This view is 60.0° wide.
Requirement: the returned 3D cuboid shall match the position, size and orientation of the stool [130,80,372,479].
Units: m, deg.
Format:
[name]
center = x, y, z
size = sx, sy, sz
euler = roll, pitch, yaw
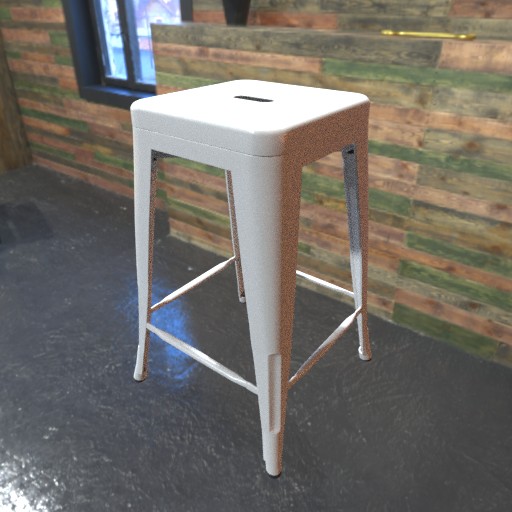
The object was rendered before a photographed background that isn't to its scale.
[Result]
[stool]
center = 0.000, 0.000, 0.892
size = 0.406, 0.610, 0.406
euler = 21, 36, 32
